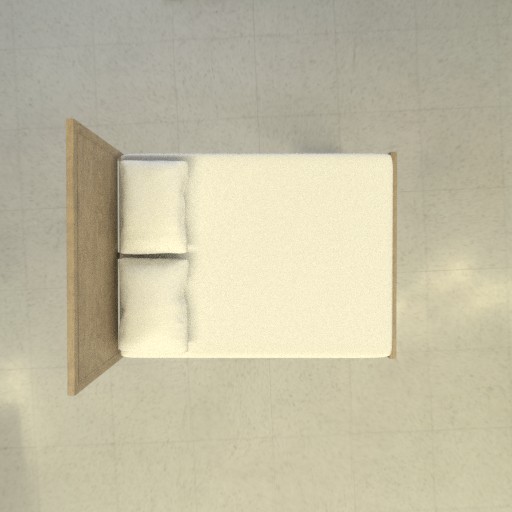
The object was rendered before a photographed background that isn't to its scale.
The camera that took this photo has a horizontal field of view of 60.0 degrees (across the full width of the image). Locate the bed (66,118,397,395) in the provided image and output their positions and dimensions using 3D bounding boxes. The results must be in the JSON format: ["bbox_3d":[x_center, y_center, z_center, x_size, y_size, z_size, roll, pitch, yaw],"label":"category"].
[{"bbox_3d":[0.000,0.000,3.250,2.189,1.369,1.606,0,91,0],"label":"bed"}]
